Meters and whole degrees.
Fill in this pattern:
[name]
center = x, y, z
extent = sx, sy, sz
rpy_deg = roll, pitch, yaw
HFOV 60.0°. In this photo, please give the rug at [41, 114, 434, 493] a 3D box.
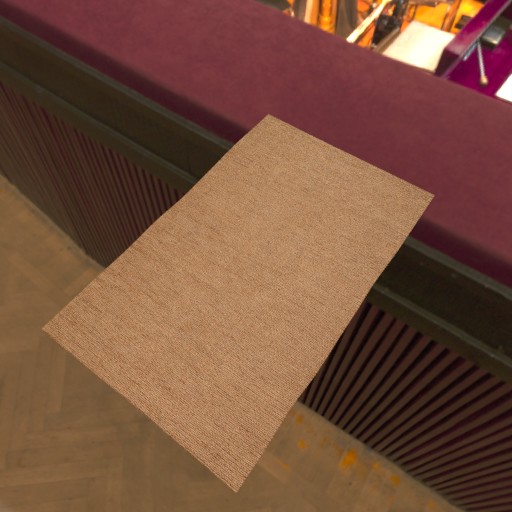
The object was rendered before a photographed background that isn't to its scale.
[rug]
center = 0.000, 0.000, 3.032
extent = 1.533, 0.011, 2.439
rpy_deg = 32, 63, 18
